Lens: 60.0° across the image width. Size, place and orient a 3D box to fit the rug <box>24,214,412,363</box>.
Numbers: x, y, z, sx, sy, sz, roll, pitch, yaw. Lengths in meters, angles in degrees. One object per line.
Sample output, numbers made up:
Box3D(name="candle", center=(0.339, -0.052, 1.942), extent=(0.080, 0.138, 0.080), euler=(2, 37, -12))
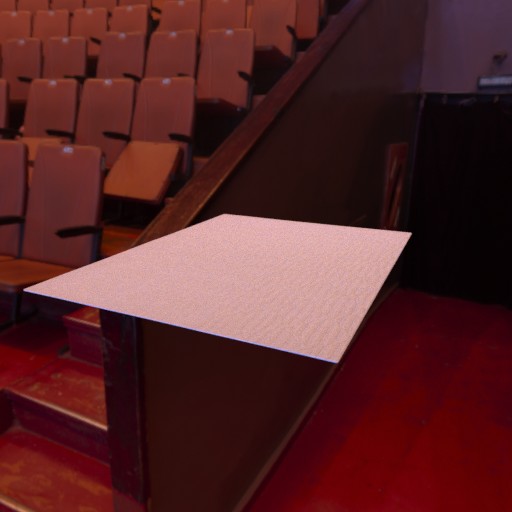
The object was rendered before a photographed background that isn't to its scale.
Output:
Box3D(name="rug", center=(0.000, 0.000, 4.139), extent=(2.410, 0.021, 3.055), euler=(8, 19, 24))
